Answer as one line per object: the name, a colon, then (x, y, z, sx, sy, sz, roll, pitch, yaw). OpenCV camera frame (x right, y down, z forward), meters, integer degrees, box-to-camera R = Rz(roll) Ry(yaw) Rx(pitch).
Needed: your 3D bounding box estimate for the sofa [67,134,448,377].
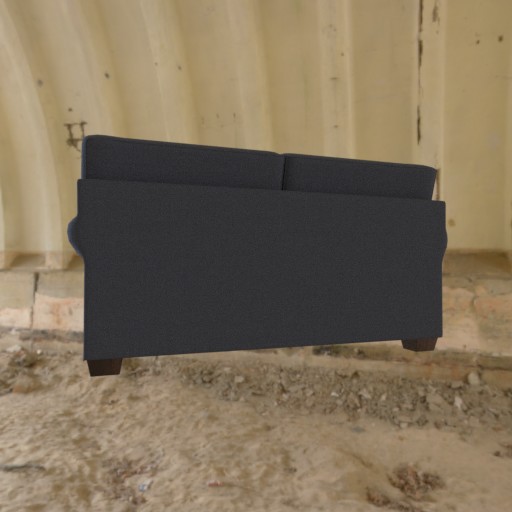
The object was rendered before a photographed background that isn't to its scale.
sofa: (0.000, 0.000, 2.500, 1.930, 1.020, 0.940, 1, -2, -19)
